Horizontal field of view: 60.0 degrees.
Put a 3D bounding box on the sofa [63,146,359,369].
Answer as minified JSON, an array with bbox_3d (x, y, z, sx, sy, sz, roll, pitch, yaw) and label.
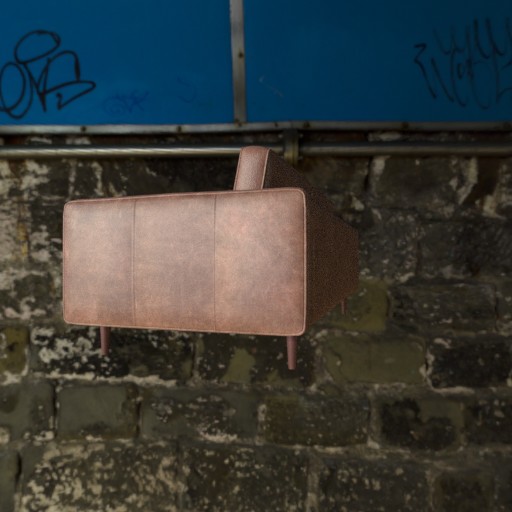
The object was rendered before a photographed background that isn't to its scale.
[{"bbox_3d":[0.000,0.000,2.322,0.910,0.760,1.870,0,0,18],"label":"sofa"}]
